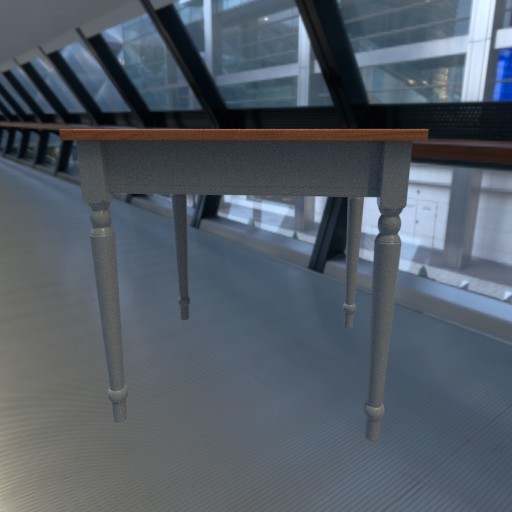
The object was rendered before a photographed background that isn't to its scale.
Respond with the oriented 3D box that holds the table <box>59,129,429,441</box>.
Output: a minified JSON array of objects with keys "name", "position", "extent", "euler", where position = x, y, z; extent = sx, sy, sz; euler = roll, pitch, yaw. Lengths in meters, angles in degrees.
[{"name":"table","position":[0.000,0.000,1.344],"extent":[0.747,0.738,0.747],"euler":[2,16,6]}]
